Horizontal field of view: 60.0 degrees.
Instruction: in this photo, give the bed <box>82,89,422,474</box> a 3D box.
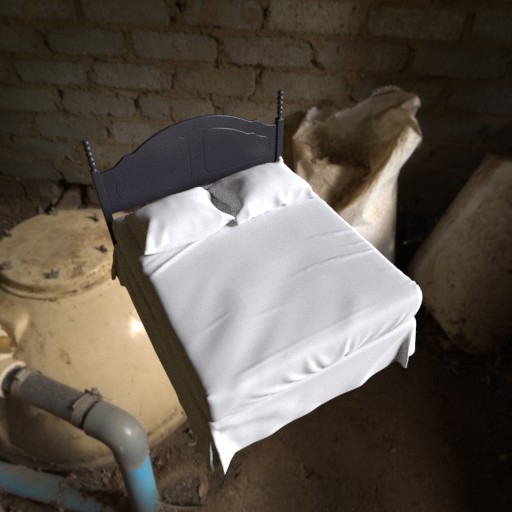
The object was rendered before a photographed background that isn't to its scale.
[{"bbox_3d":[0.000,0.000,3.225,1.873,1.356,2.040,-22,49,-21],"label":"bed"}]
